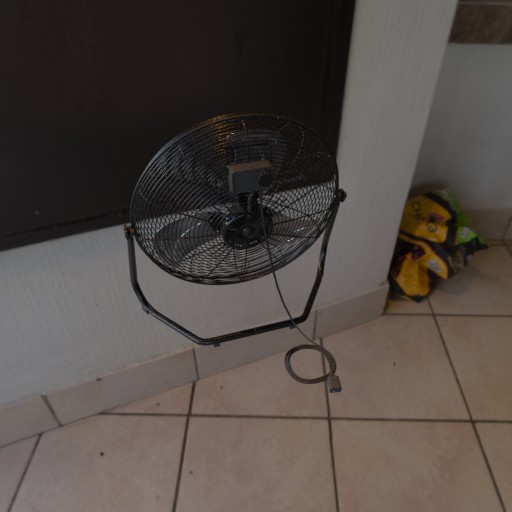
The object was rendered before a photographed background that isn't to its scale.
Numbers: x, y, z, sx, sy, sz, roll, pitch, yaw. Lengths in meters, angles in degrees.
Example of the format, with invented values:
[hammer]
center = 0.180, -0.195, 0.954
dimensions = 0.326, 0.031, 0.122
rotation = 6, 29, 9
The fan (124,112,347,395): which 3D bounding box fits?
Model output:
[fan]
center = 0.000, 0.000, 0.943
dimensions = 0.555, 0.546, 0.424
rotation = -11, 42, -13
